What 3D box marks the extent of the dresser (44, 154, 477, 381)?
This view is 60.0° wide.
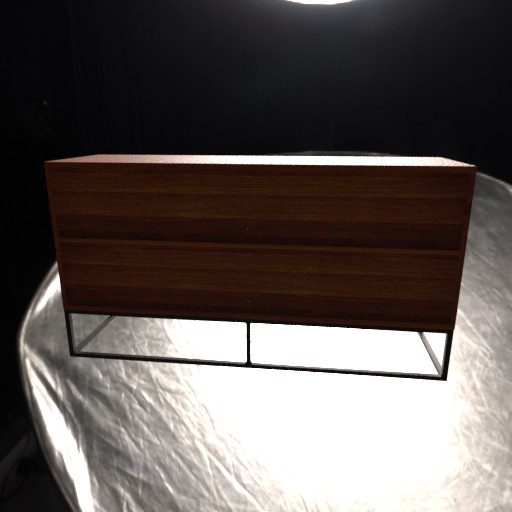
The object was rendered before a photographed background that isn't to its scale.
[{"bbox_3d":[0.000,0.000,1.895,1.536,0.810,0.464,2,16,7],"label":"dresser"}]
